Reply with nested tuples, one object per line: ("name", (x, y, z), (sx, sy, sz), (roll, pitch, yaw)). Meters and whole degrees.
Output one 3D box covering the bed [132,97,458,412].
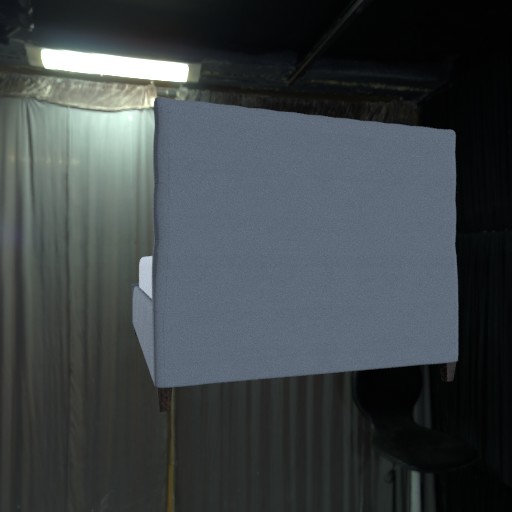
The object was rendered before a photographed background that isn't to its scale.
("bed", (0.000, 0.000, 3.288), (1.698, 1.427, 2.231), (0, -1, -18))
